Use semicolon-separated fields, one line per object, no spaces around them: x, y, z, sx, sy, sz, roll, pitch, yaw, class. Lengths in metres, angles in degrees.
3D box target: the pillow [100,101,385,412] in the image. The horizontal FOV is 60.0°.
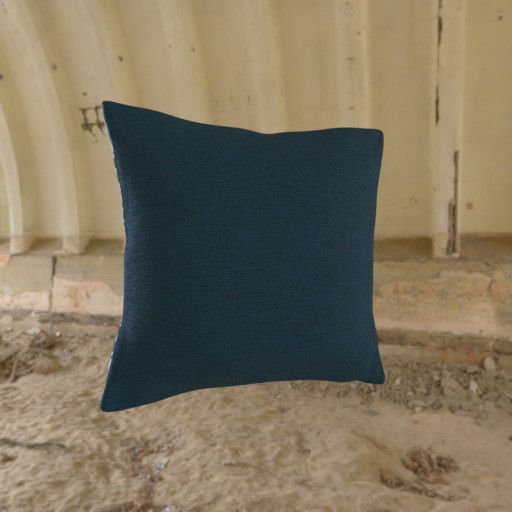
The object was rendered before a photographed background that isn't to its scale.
0.000;0.000;0.661;0.440;0.420;0.145;0;1;-17;pillow
